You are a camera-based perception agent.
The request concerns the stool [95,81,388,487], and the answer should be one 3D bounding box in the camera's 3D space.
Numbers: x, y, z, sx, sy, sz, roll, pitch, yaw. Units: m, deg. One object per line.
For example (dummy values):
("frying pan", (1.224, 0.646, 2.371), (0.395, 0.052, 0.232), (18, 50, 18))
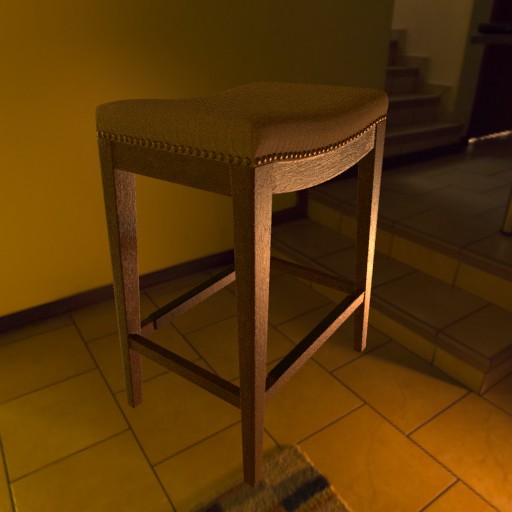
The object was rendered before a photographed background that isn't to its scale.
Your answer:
("stool", (0.000, 0.000, 0.951), (0.356, 0.660, 0.508), (18, 31, 32))
